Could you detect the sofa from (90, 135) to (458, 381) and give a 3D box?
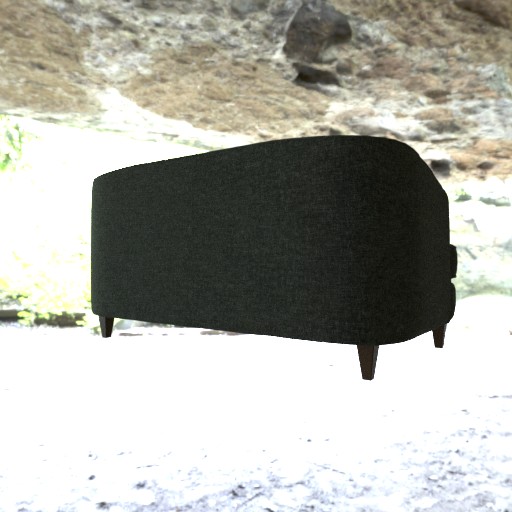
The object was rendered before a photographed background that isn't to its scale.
[{"bbox_3d":[0.000,0.000,2.218,1.733,0.855,0.941,0,0,34],"label":"sofa"}]
